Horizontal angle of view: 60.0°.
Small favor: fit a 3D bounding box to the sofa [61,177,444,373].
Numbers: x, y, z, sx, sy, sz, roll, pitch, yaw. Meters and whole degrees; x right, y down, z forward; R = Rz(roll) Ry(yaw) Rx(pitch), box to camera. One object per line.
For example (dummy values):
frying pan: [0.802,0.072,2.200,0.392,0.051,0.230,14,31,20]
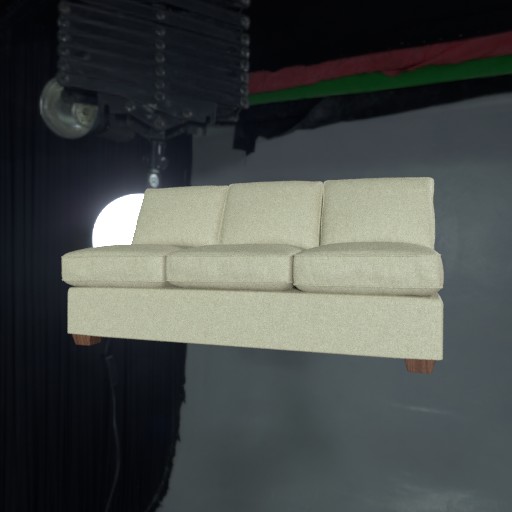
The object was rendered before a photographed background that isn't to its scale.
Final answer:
sofa: [0.000,0.000,2.567,1.962,0.973,1.027,0,0,19]
